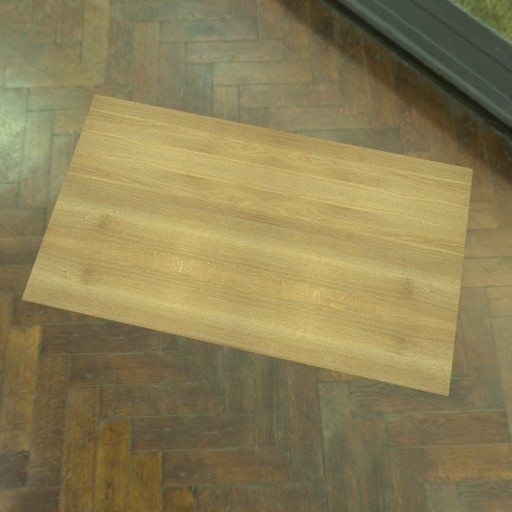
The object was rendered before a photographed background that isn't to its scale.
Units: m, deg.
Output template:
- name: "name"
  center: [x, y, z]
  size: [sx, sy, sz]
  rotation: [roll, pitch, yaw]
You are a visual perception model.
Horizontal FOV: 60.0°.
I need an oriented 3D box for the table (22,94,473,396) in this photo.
- name: "table"
  center: [0.000, 0.000, 2.090]
  size: [1.600, 0.750, 0.900]
  rotation: [12, 76, 3]
